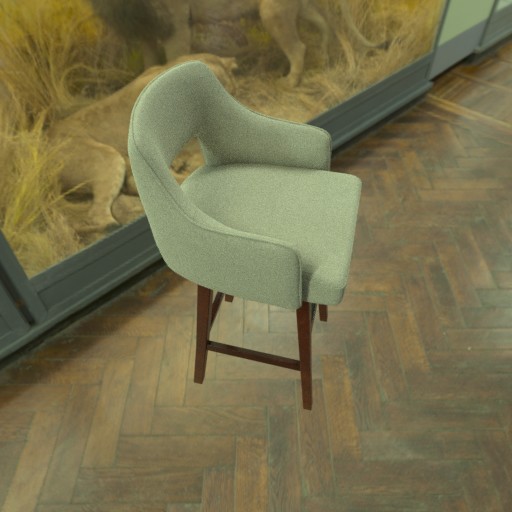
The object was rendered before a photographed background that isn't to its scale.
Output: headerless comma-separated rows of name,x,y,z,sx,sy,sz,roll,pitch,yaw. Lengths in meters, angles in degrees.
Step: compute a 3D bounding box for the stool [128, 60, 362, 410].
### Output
stool,0.000,0.000,1.386,0.560,1.041,0.550,10,47,10
